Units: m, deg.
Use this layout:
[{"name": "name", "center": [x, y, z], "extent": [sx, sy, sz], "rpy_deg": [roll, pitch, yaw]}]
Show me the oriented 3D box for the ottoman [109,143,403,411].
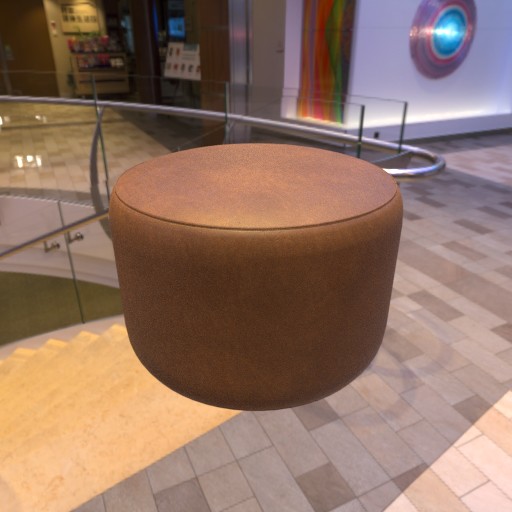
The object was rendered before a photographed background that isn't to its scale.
[{"name": "ottoman", "center": [0.000, 0.000, 1.010], "extent": [0.607, 0.438, 0.607], "rpy_deg": [0, 26, 0]}]
